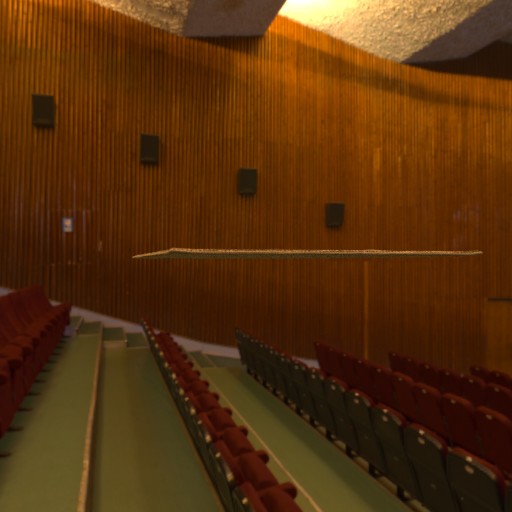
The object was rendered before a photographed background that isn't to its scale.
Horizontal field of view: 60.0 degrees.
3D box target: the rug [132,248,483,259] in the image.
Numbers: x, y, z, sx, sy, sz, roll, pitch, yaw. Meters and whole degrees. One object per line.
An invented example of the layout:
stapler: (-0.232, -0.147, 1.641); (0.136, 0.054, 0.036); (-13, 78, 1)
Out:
rug: (0.000, 0.000, 3.072); (1.521, 0.034, 2.438); (0, -1, -19)
